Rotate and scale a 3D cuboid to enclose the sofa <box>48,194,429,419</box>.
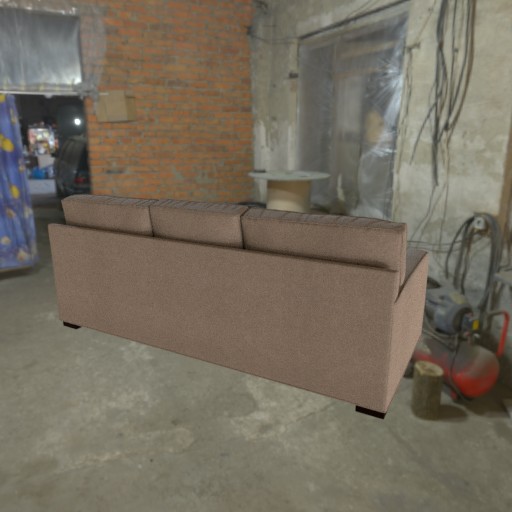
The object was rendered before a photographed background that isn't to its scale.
[{"bbox_3d":[0.000,0.000,2.900,2.087,0.861,1.496,8,17,28],"label":"sofa"}]
